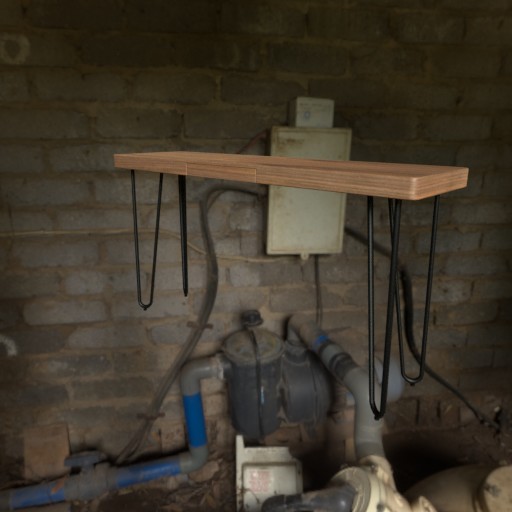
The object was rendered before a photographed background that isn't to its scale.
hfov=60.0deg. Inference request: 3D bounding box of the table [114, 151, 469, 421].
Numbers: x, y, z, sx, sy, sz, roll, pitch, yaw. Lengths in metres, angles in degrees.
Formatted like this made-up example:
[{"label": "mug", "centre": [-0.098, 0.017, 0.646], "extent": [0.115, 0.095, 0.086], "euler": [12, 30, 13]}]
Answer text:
[{"label": "table", "centre": [0.000, 0.000, 1.961], "extent": [1.570, 0.834, 0.425], "euler": [14, 22, 41]}]
